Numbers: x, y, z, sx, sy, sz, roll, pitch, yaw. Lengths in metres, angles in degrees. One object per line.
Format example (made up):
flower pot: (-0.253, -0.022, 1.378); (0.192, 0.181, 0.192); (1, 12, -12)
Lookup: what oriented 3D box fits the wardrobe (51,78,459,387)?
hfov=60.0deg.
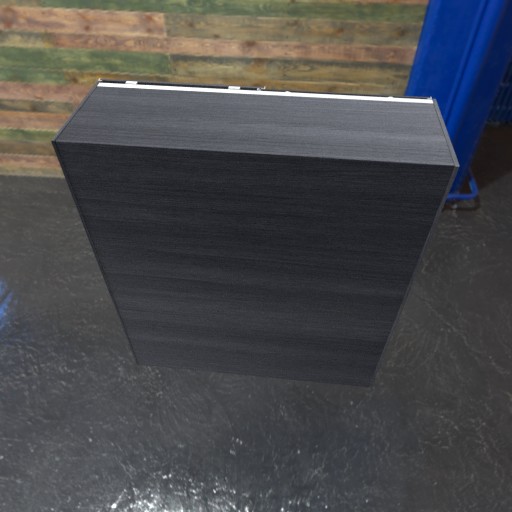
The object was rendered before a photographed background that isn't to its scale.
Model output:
wardrobe: (0.000, 0.000, 2.838); (1.780, 1.960, 0.629); (5, 47, 4)
